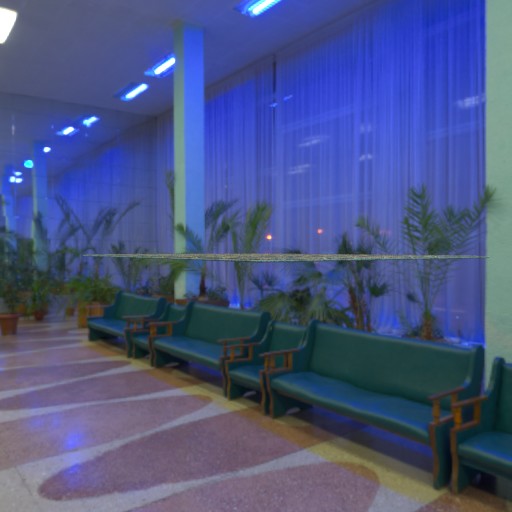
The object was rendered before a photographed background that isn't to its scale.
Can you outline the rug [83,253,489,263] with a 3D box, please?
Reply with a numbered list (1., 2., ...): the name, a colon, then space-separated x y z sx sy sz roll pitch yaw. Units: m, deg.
1. rug: 0.000 0.000 2.864 1.567 0.014 2.207 -1 1 -36
